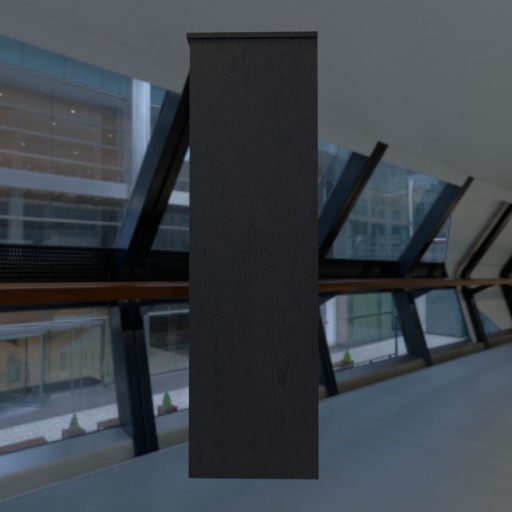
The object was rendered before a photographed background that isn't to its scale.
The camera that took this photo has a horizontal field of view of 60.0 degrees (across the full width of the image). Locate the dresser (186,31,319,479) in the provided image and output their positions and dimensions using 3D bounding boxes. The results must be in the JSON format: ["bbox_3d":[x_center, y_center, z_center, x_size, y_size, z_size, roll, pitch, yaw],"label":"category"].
[{"bbox_3d":[0.000,0.000,1.590,0.418,1.254,0.704,0,-1,1],"label":"dresser"}]
